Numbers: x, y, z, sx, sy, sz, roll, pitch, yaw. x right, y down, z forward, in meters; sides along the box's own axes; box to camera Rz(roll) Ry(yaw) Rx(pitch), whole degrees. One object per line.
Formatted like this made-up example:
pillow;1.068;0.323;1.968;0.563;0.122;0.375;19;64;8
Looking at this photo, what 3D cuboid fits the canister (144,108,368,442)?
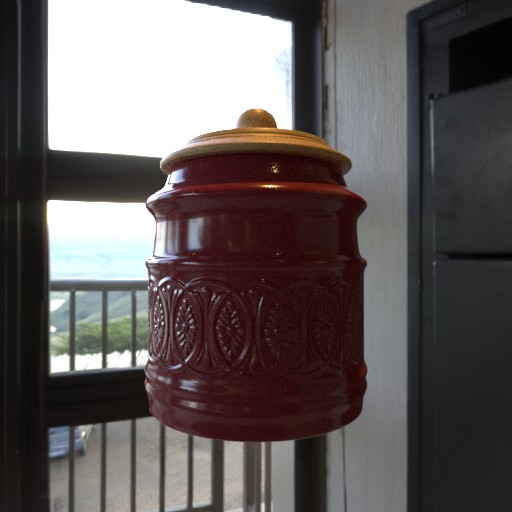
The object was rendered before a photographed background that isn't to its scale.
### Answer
canister;0.000;0.000;0.266;0.130;0.176;0.130;0;0;0
